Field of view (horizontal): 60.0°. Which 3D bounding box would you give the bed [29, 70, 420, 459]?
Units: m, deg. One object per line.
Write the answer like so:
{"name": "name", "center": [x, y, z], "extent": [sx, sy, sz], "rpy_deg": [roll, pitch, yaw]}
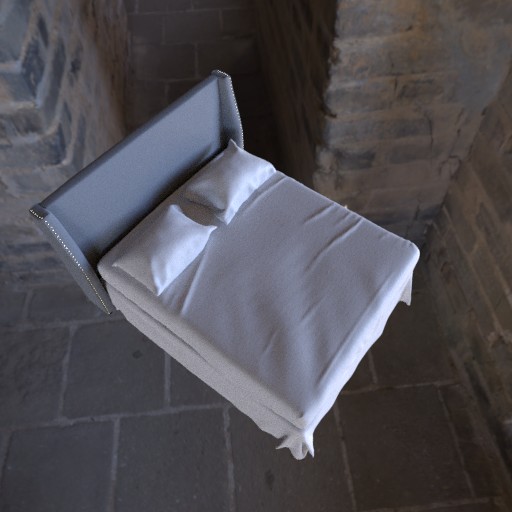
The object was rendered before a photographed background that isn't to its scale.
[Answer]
{"name": "bed", "center": [0.000, 0.000, 3.424], "extent": [2.276, 1.332, 1.925], "rpy_deg": [32, 62, 19]}
